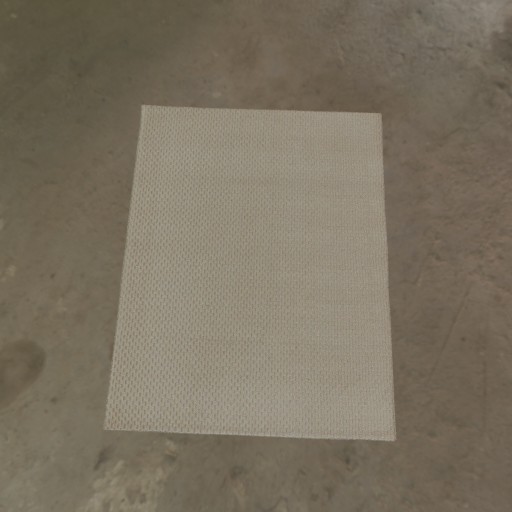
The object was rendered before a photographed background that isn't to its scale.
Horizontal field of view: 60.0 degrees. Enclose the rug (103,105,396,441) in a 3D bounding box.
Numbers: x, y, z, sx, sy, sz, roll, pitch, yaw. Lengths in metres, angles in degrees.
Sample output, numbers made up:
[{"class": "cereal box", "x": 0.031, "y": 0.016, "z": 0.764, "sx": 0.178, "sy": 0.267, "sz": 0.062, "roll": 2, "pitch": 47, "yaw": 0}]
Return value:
[{"class": "rug", "x": 0.000, "y": 0.000, "z": 3.819, "sx": 2.277, "sy": 0.035, "sz": 2.897, "roll": 2, "pitch": 74, "yaw": 1}]
